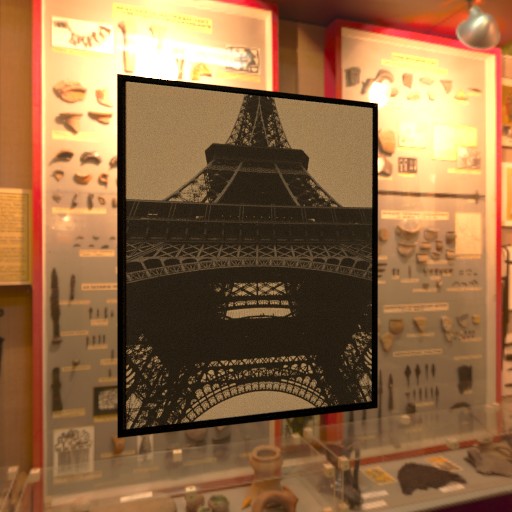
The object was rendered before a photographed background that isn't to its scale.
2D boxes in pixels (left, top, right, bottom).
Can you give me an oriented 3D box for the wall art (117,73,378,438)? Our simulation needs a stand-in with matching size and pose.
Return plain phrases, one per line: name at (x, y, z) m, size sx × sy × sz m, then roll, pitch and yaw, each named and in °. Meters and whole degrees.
wall art at (0.000, 0.000, 0.755) m, size 0.451 × 0.553 × 0.039 m, roll 0°, pitch 0°, yaw -17°
